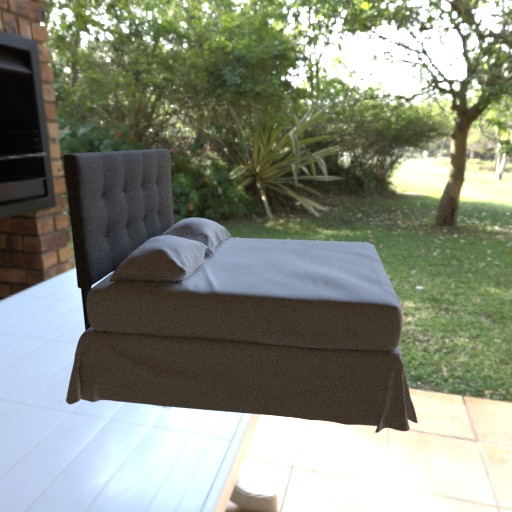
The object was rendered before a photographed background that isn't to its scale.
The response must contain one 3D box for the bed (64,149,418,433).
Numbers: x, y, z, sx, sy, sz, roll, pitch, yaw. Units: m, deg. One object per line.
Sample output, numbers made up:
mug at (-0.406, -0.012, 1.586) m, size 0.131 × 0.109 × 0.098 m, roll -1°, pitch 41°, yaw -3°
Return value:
bed at (0.000, 0.000, 3.419) m, size 2.222 × 1.577 × 1.936 m, roll 2°, pitch 15°, yaw 9°
